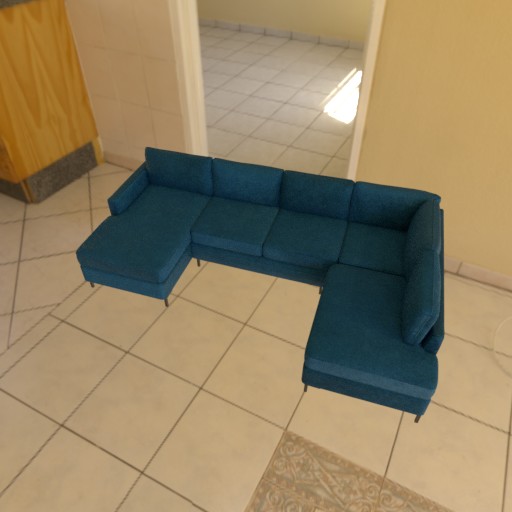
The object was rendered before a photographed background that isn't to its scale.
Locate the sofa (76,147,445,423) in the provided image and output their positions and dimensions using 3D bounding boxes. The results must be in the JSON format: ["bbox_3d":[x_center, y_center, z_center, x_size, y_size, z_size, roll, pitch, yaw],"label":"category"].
[{"bbox_3d":[0.000,0.000,4.339,3.434,0.992,2.055,12,43,13],"label":"sofa"}]
